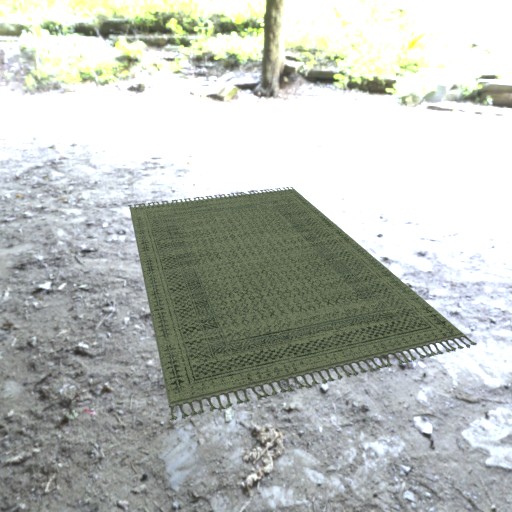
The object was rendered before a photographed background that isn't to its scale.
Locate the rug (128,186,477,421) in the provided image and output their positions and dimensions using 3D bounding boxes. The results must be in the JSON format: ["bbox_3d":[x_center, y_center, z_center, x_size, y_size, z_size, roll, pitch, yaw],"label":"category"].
[{"bbox_3d":[0.000,0.000,3.038,1.548,0.013,2.486,-9,30,-16],"label":"rug"}]
